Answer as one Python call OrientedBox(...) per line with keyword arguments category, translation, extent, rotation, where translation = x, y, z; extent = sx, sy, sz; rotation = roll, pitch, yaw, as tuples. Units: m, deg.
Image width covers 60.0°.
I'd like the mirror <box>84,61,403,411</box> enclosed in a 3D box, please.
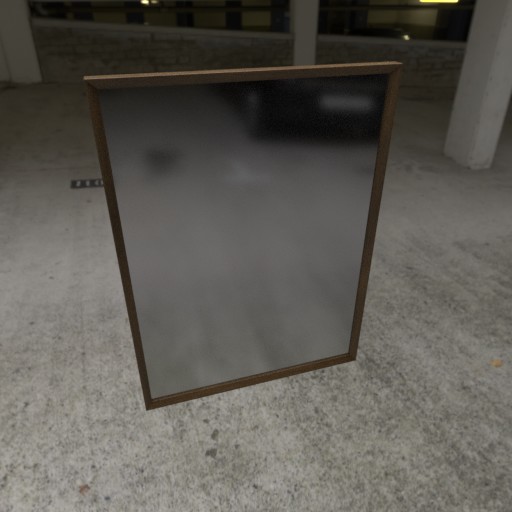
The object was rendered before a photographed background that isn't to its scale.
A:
OrientedBox(category="mirror", translation=(0.000, 0.000, 1.294), extent=(0.762, 1.016, 0.041), rotation=(-9, 32, -15))
